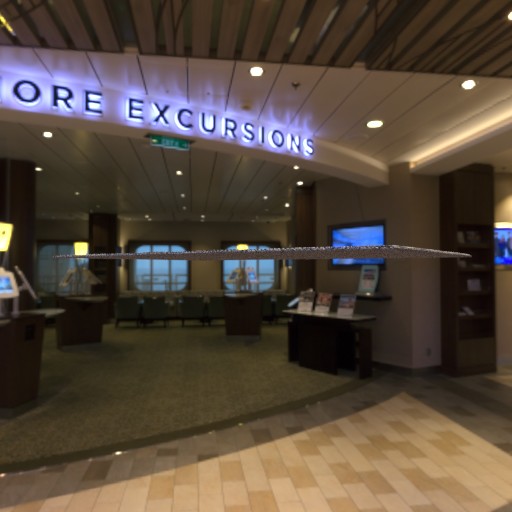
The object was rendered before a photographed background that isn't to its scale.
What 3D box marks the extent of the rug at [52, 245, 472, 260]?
[{"bbox_3d":[0.000,0.000,3.032,2.443,0.021,1.538,-1,-2,36],"label":"rug"}]
